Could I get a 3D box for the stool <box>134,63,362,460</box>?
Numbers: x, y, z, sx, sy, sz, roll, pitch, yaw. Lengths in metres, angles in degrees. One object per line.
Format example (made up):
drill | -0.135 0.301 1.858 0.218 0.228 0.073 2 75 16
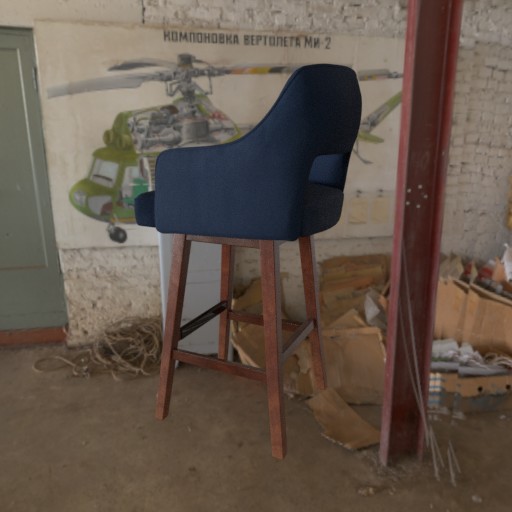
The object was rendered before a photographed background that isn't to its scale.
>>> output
stool | 0.000 0.000 1.364 0.560 1.041 0.550 7 16 25
